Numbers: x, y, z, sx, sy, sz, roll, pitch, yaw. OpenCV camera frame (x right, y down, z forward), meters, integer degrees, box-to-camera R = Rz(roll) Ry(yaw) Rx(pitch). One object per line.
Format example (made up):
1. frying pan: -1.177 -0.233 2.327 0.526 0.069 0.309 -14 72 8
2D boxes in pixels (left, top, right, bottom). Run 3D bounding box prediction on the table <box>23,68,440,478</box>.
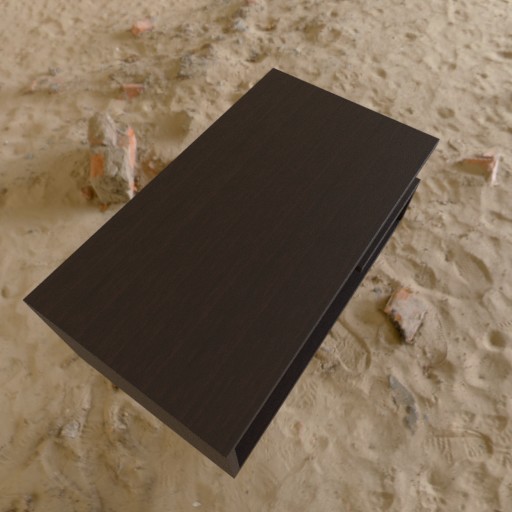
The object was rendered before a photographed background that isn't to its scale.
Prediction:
1. table: 0.000 0.000 1.361 0.590 0.460 1.050 31 63 18
